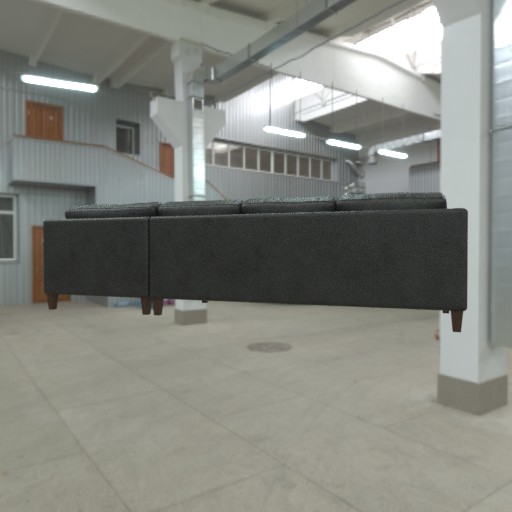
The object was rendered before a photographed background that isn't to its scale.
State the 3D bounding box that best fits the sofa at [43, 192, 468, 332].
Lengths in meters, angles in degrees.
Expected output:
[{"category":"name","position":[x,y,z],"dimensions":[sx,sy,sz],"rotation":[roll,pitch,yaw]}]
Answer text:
[{"category":"sofa","position":[0.000,0.000,3.894],"dimensions":[3.203,0.883,1.581],"rotation":[0,1,19]}]
